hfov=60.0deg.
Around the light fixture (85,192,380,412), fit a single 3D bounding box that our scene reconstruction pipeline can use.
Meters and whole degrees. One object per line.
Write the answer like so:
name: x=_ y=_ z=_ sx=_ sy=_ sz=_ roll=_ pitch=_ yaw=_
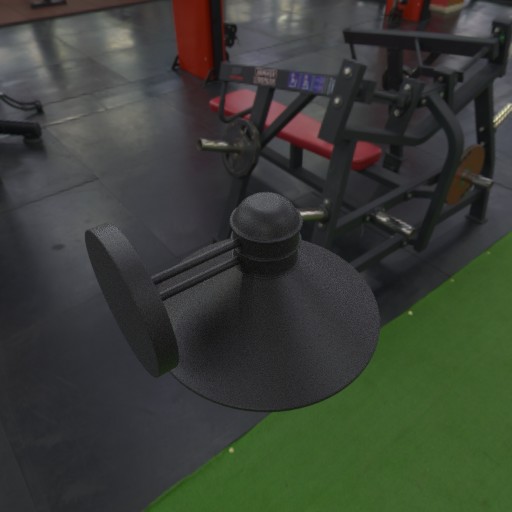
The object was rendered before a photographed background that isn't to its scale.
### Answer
light fixture: x=0.000 y=0.000 z=0.684 sx=0.434 sy=0.265 sz=0.396 roll=-26 pitch=48 yaw=-26
